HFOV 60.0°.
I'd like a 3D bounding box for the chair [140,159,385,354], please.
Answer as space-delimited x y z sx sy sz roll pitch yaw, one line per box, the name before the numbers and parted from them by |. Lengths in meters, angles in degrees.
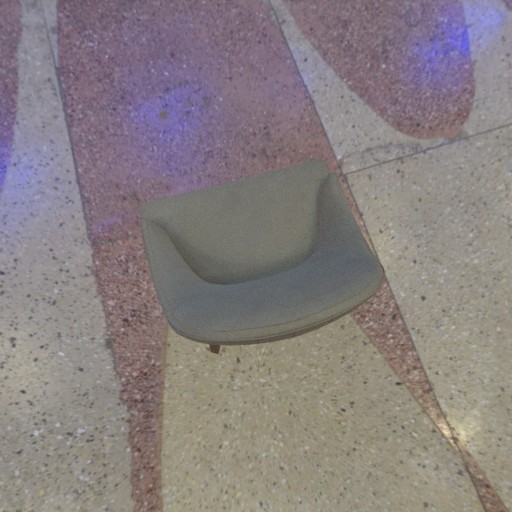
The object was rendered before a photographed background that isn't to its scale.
chair | 0.000 0.000 1.322 0.643 0.889 0.575 -15 74 -4
